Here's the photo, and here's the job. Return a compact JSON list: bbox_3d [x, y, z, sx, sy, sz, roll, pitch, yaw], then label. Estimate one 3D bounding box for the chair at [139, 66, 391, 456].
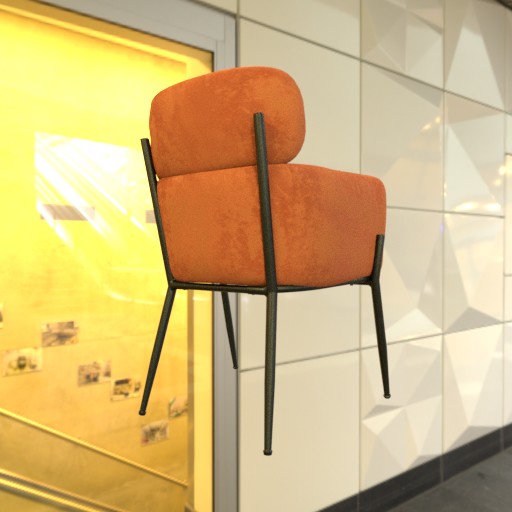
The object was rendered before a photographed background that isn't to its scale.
[{"bbox_3d":[0.000,0.000,1.145,0.561,0.772,0.523,0,1,35],"label":"chair"}]
